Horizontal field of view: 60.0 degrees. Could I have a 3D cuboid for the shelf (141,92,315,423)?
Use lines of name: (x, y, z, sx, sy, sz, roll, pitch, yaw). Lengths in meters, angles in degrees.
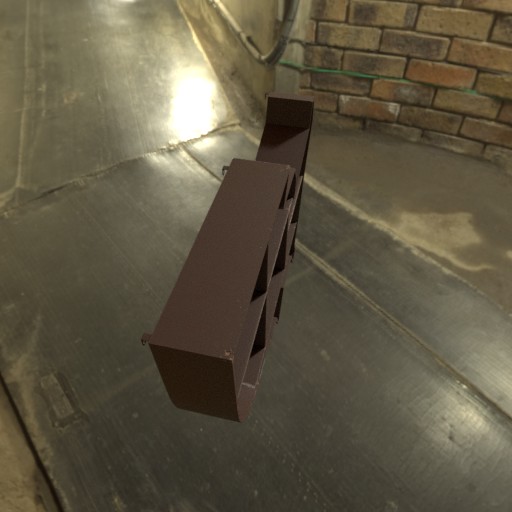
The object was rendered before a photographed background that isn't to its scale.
shelf: (0.000, 0.000, 0.914, 0.112, 0.439, 0.729, 10, 48, 9)
